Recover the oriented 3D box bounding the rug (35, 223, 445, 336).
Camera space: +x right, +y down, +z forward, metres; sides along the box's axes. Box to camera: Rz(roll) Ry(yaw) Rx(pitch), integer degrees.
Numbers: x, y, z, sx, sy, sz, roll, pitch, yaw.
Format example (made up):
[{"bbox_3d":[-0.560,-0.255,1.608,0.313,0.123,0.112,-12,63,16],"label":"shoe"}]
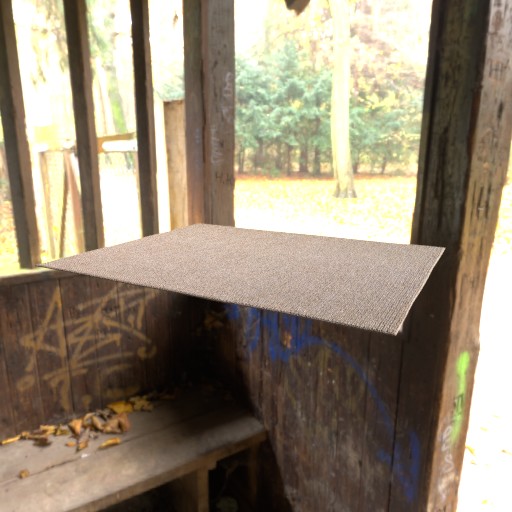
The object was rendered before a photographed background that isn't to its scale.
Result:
[{"bbox_3d":[0.000,0.000,4.141,3.034,0.012,2.406,7,16,28],"label":"rug"}]
